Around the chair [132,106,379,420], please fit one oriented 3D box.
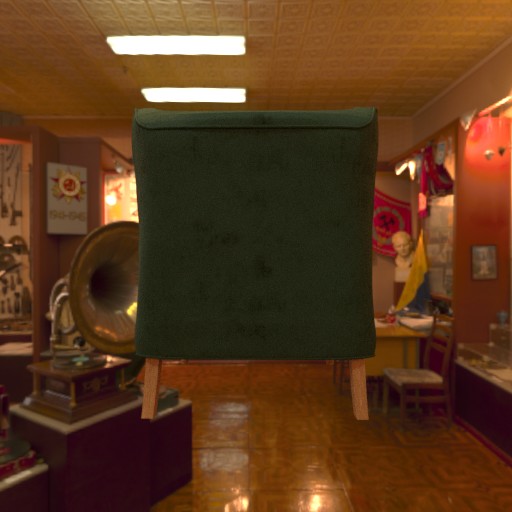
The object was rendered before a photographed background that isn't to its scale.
[{"bbox_3d":[0.000,0.000,1.579,0.793,0.952,0.910,0,1,1],"label":"chair"}]
